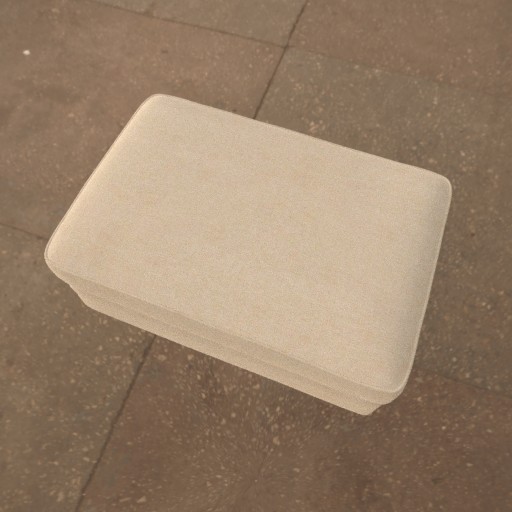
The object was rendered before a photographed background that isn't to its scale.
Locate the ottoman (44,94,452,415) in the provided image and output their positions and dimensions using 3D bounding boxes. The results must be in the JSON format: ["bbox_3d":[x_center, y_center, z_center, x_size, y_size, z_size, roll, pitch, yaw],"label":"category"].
[{"bbox_3d":[0.000,0.000,1.233,0.862,0.484,0.583,19,65,9],"label":"ottoman"}]
